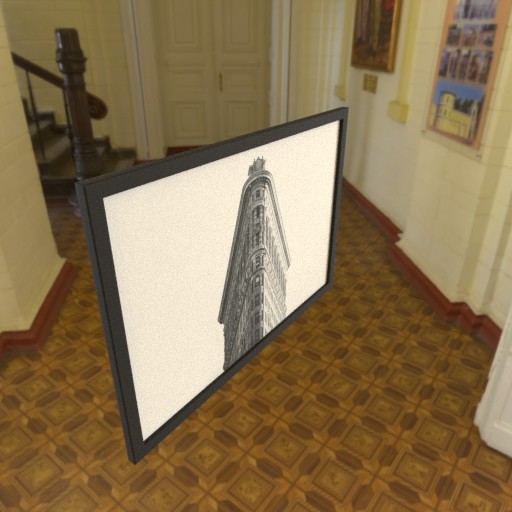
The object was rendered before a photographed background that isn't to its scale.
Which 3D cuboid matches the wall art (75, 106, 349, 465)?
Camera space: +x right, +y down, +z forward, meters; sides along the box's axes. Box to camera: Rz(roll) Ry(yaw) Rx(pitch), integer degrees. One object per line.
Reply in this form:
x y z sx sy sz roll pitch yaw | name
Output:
0.000 0.000 1.207 0.049 0.659 0.964 19 33 33 | wall art
